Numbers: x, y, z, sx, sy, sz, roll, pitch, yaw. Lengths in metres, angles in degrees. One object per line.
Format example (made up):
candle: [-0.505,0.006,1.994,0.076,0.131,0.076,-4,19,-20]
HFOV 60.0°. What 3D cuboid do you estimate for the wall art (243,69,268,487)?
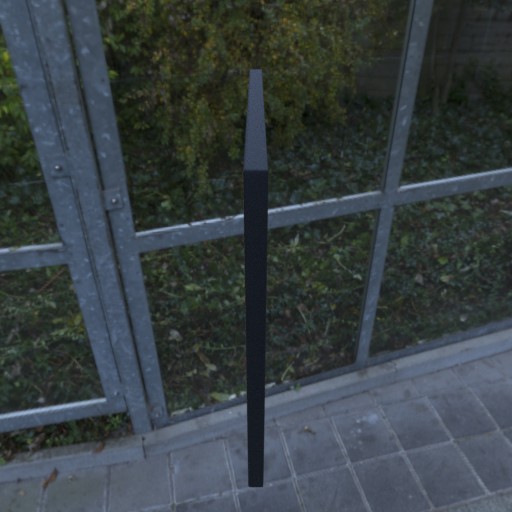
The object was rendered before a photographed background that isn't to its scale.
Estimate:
wall art: [0.000,0.000,0.671,0.022,0.453,0.456,0,32,0]
